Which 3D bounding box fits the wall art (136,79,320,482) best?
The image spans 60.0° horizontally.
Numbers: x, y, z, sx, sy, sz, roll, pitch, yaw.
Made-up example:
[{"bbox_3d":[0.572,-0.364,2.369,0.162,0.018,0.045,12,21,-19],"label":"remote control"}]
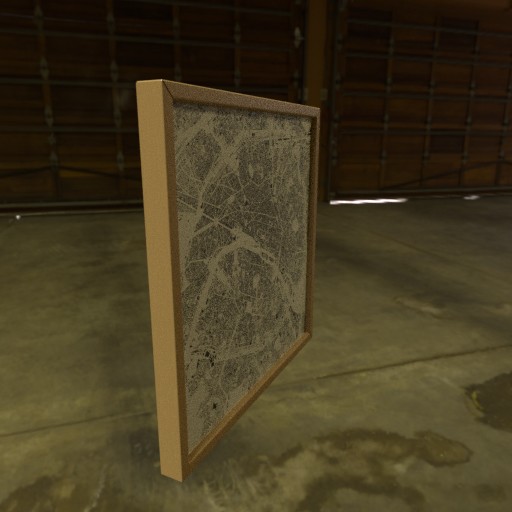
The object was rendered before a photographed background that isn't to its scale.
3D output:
[{"bbox_3d":[0.000,0.000,0.760,0.036,0.509,0.509,7,16,26],"label":"wall art"}]
